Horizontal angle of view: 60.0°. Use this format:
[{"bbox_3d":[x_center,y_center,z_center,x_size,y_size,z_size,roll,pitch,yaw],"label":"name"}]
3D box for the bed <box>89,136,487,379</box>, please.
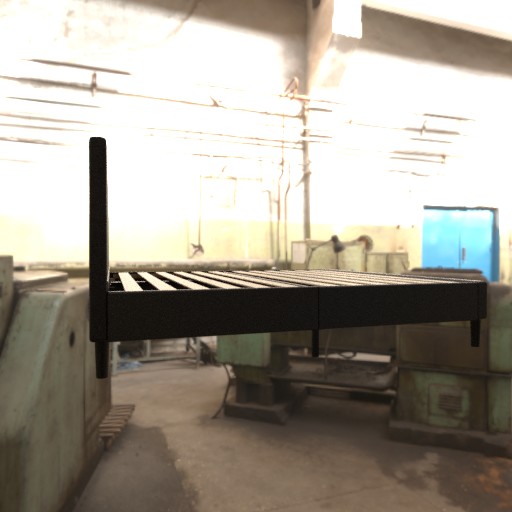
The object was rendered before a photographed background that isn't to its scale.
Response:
[{"bbox_3d":[0.000,0.000,3.173,2.152,1.046,2.018,0,1,-18],"label":"bed"}]
